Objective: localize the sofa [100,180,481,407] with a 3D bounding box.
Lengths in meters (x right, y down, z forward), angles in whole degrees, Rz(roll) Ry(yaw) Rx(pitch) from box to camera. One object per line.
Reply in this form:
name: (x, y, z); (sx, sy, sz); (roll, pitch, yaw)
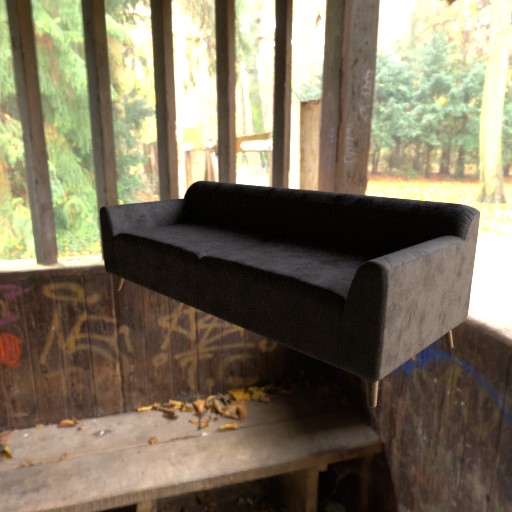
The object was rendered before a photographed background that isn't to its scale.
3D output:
sofa: (0.000, 0.000, 2.655); (0.900, 0.740, 2.190); (-14, 20, -43)
